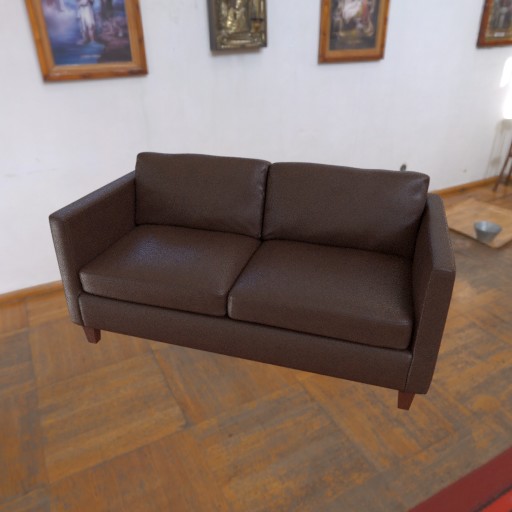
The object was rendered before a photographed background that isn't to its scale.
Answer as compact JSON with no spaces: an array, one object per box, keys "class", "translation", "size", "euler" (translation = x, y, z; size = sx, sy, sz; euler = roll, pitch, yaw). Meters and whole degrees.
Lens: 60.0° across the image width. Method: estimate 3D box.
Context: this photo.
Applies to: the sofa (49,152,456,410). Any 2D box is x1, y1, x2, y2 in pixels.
[{"class":"sofa","translation":[0.000,0.000,2.423],"size":[1.883,0.933,0.951],"euler":[8,28,15]}]
